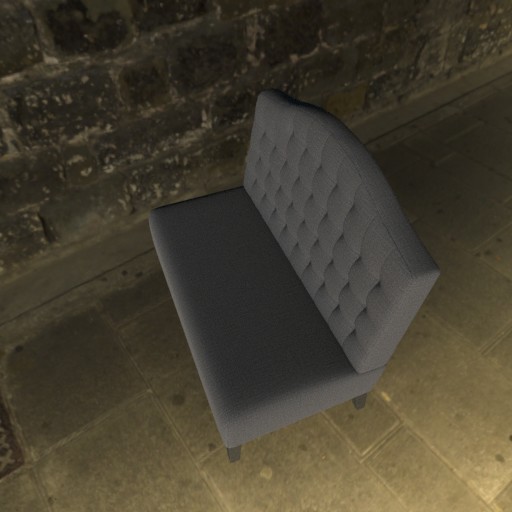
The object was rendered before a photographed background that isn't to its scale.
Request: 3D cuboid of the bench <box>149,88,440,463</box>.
[{"bbox_3d":[0.000,0.000,2.085,0.815,1.180,1.335,-17,50,-15],"label":"bench"}]
